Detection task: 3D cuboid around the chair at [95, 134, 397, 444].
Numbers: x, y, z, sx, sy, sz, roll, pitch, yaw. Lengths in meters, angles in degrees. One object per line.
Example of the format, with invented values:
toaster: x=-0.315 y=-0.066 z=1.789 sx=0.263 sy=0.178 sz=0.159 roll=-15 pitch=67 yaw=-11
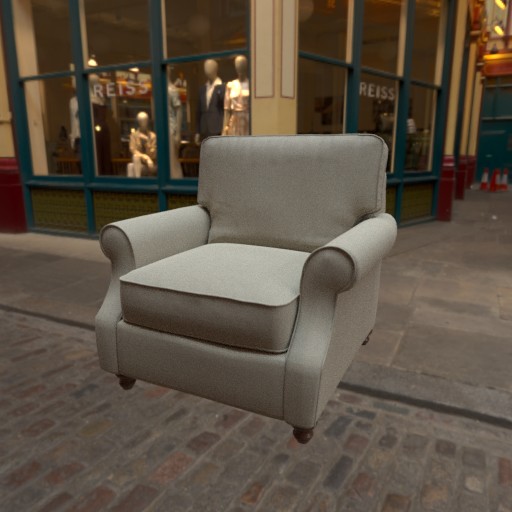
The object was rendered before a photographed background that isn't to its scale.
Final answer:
chair: x=0.000 y=0.000 z=1.805 sx=1.029 sy=0.967 sz=0.966 roll=7 pitch=15 yaw=26
